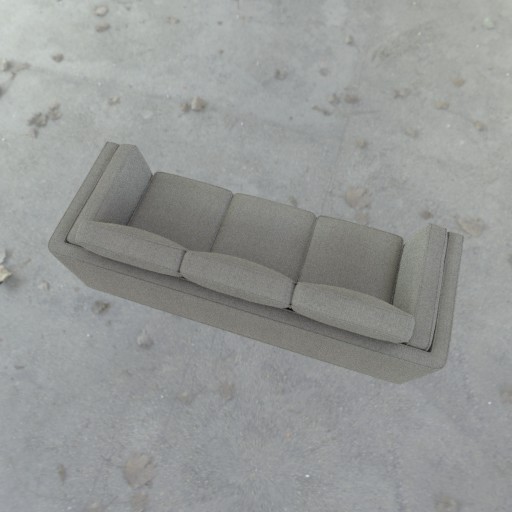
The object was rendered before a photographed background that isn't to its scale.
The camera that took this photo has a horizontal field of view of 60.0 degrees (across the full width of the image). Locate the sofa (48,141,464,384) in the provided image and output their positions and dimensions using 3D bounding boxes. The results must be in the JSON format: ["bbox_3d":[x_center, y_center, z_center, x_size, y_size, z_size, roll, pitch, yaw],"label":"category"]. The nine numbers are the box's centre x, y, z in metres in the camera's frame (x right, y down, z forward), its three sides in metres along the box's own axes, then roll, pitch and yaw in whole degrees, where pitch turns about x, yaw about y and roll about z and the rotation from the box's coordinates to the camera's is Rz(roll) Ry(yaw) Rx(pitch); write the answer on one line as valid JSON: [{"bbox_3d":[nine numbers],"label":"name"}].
[{"bbox_3d":[0.000,0.000,2.833,2.362,0.899,0.903,16,65,8],"label":"sofa"}]
